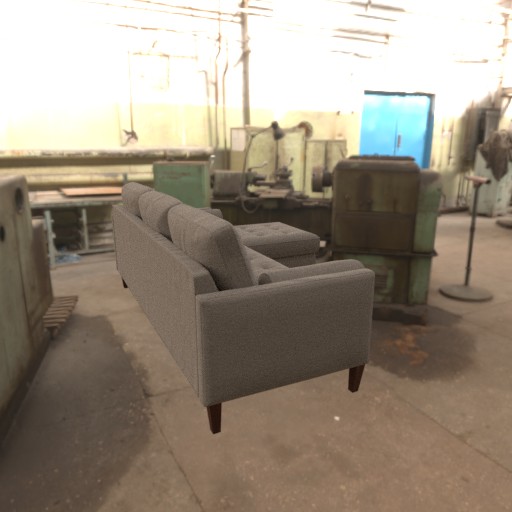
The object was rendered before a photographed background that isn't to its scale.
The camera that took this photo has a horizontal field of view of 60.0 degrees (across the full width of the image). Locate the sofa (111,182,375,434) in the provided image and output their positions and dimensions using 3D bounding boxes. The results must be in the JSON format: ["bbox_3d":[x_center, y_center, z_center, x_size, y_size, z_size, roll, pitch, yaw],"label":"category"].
[{"bbox_3d":[0.000,0.000,2.931,1.506,0.875,2.178,-7,16,-25],"label":"sofa"}]
